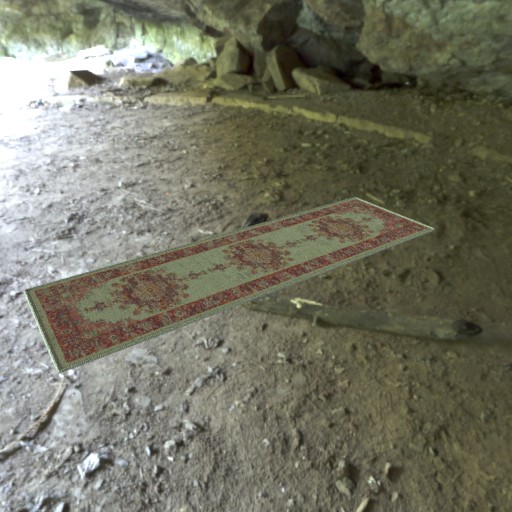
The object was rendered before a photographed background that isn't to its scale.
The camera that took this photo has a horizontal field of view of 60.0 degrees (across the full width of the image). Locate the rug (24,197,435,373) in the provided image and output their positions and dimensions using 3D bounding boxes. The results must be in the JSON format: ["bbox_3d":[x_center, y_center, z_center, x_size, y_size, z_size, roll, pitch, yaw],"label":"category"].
[{"bbox_3d":[0.000,0.000,1.984,1.824,0.009,0.562,-18,33,-30],"label":"rug"}]
